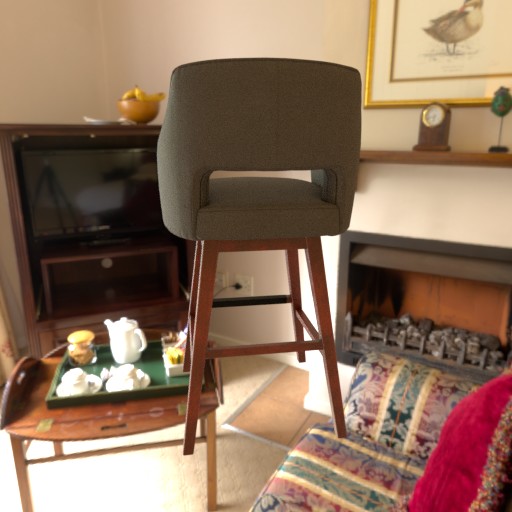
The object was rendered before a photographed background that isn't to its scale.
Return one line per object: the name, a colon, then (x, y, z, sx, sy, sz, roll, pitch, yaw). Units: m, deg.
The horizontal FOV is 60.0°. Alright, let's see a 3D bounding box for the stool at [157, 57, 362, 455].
stool: (0.000, 0.000, 1.322, 0.548, 1.012, 0.558, -2, 15, -9)
